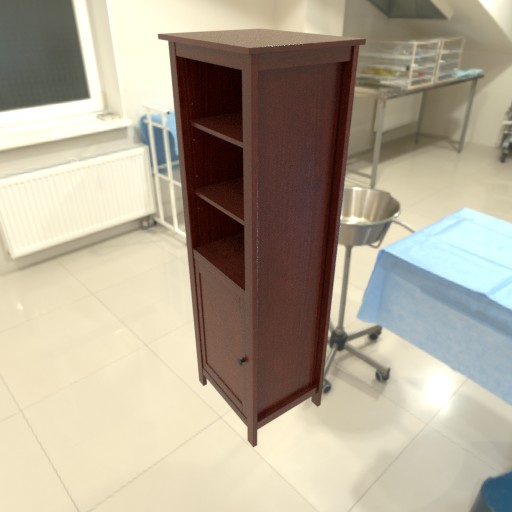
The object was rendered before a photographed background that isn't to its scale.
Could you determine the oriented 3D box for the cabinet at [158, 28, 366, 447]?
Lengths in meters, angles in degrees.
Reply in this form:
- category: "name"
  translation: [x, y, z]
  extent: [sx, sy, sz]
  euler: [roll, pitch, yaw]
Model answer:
- category: "cabinet"
  translation: [0.000, 0.000, 1.703]
  extent: [0.401, 1.518, 0.500]
  euler: [-20, 36, -30]
